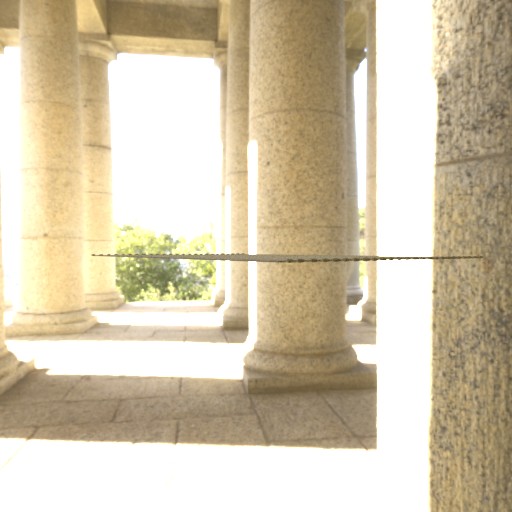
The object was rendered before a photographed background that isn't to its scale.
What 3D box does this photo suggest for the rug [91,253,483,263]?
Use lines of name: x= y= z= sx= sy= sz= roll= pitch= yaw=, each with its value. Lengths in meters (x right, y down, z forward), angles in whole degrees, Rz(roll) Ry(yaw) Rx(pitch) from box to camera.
rug: x=0.000 y=0.000 z=2.358 sx=1.162 sy=0.013 sz=1.875 roll=-1 pitch=1 yaw=-37
